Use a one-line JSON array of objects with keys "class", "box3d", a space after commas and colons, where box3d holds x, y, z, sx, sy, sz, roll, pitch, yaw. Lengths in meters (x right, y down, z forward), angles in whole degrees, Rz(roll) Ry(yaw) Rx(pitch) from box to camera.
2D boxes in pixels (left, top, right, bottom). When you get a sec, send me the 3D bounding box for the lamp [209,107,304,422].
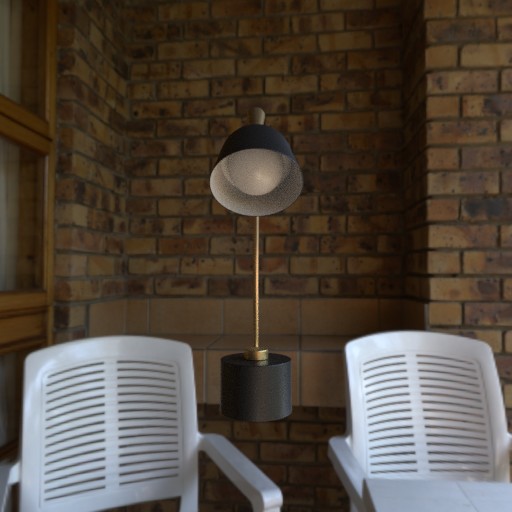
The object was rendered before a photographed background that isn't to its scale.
[{"class": "lamp", "box3d": [0.000, 0.000, 0.627, 0.110, 0.464, 0.352, 0, -2, 0]}]
